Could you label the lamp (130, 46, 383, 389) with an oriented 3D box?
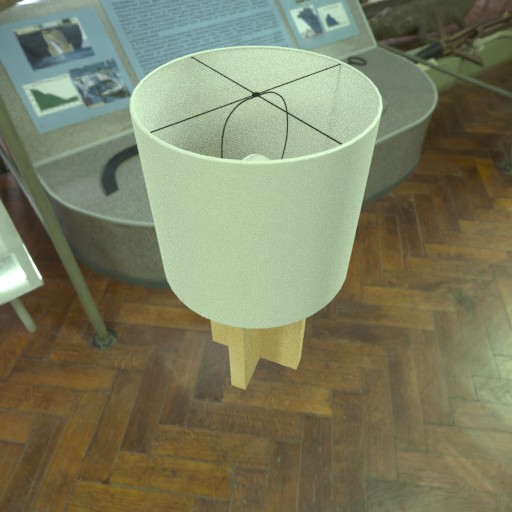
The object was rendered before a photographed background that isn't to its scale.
[{"bbox_3d":[0.000,0.000,0.559,0.229,0.428,0.229,16,48,15],"label":"lamp"}]
